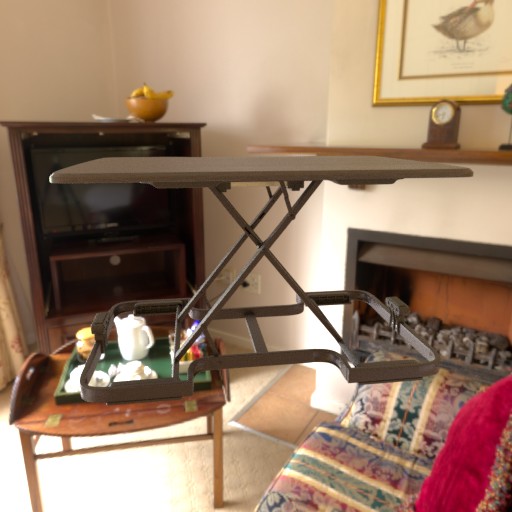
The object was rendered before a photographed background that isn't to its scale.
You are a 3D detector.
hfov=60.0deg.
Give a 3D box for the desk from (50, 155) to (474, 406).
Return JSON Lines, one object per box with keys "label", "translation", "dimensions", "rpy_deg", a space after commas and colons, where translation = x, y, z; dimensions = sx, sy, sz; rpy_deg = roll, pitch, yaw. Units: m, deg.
{"label": "desk", "translation": [0.000, 0.000, 1.127], "dimensions": [0.820, 0.470, 0.546], "rpy_deg": [-2, 16, -8]}
